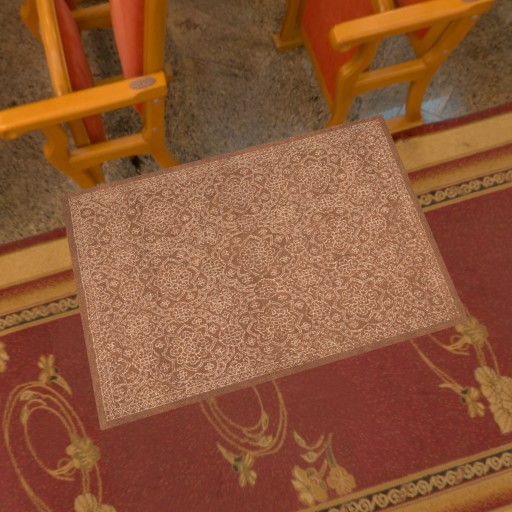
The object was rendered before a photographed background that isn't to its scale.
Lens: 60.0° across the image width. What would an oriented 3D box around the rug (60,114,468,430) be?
[{"bbox_3d":[0.000,0.000,2.839,2.286,0.011,1.524,-15,74,-4],"label":"rug"}]
